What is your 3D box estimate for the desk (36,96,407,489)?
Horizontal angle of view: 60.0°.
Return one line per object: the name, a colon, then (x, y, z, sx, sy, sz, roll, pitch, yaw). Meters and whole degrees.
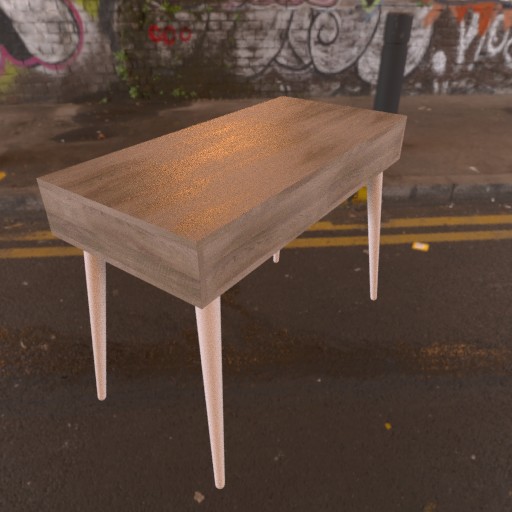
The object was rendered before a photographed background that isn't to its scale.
desk: (0.000, 0.000, 1.374, 0.491, 0.723, 0.979, 21, 38, 30)
